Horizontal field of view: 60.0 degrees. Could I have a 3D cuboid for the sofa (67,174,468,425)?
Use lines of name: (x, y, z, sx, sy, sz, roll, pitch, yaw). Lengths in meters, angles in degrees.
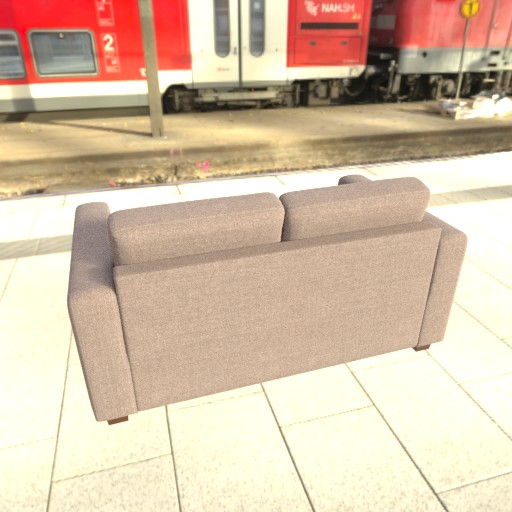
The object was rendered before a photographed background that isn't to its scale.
sofa: (0.000, 0.000, 2.004, 1.520, 0.800, 0.900, -9, 29, -16)
